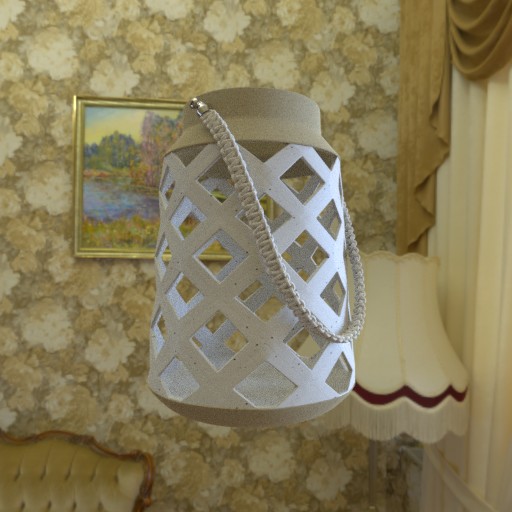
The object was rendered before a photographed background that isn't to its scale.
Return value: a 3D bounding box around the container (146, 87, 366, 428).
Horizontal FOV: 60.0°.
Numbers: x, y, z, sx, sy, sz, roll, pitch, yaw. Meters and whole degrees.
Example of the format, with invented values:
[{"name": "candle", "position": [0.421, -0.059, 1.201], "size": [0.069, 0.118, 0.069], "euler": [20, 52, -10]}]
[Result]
[{"name": "container", "position": [0.000, 0.000, 0.350], "size": [0.172, 0.229, 0.163], "euler": [-1, -1, 38]}]
